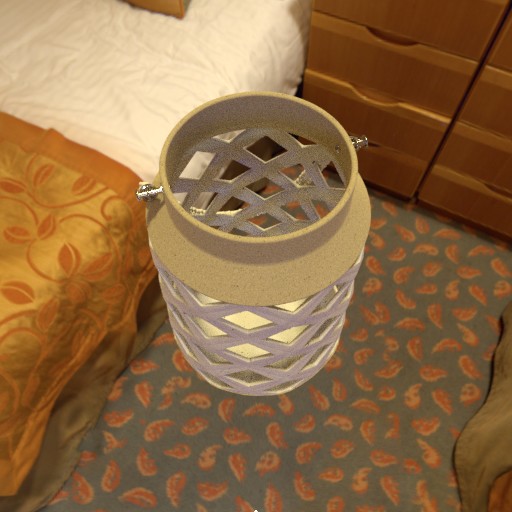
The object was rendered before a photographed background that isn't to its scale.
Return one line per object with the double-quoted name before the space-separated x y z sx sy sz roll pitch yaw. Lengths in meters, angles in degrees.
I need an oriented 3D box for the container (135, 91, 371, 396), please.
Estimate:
"container" 0.000 0.000 0.395 0.188 0.264 0.198 -15 61 -9
